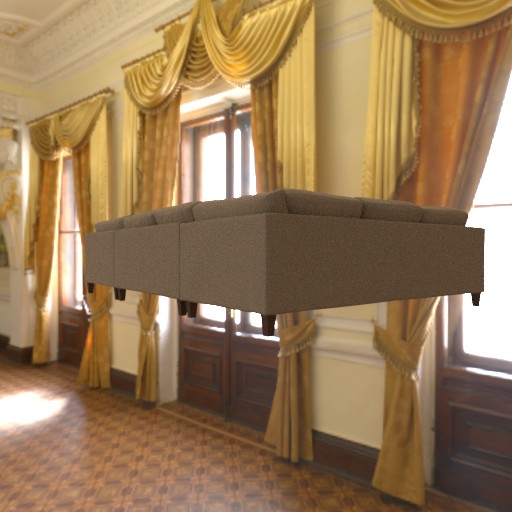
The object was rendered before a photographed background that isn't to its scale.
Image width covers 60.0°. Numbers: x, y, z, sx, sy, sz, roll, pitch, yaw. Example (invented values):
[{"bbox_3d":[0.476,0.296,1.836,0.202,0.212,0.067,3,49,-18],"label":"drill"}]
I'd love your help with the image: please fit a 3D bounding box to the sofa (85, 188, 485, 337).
[{"bbox_3d":[0.000,0.000,4.490,2.424,0.865,3.438,0,1,-37],"label":"sofa"}]
